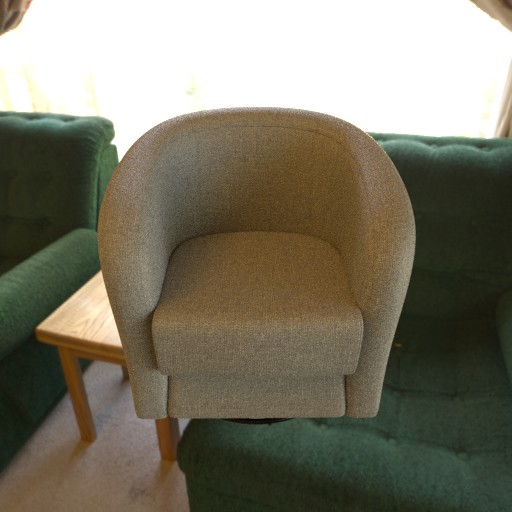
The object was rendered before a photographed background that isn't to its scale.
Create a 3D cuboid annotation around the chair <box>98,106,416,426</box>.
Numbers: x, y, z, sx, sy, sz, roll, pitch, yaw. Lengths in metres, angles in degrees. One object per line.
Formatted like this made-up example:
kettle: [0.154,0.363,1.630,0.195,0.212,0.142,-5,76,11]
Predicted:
chair: [0.000,0.000,1.397,0.791,0.771,0.815,0,29,0]
